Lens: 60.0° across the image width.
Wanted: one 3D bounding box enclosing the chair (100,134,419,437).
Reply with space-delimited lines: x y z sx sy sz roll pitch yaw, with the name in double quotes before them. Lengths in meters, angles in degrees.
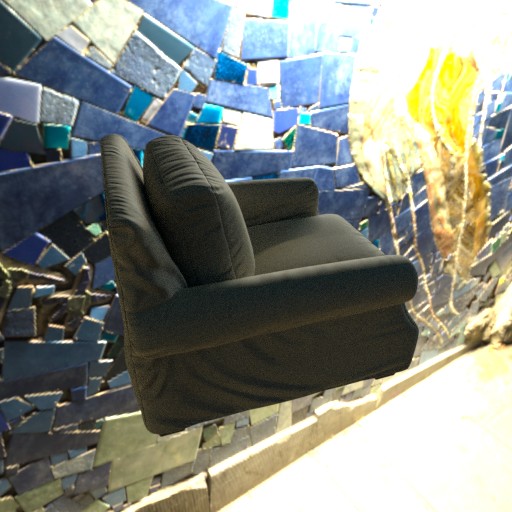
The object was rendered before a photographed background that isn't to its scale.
"chair" 0.000 0.000 1.734 1.066 0.866 0.940 -9 32 -16
